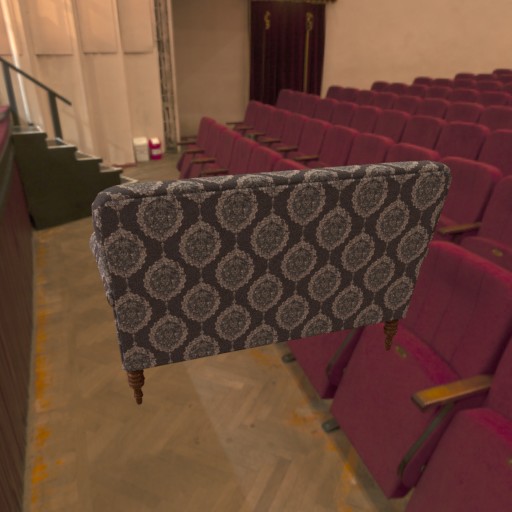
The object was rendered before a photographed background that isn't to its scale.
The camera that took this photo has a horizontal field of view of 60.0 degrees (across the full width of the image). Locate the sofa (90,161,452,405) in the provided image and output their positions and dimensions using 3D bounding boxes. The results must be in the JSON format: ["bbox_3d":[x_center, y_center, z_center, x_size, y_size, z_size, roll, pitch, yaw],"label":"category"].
[{"bbox_3d":[0.000,0.000,1.854,1.297,0.867,0.779,-8,26,-16],"label":"sofa"}]
